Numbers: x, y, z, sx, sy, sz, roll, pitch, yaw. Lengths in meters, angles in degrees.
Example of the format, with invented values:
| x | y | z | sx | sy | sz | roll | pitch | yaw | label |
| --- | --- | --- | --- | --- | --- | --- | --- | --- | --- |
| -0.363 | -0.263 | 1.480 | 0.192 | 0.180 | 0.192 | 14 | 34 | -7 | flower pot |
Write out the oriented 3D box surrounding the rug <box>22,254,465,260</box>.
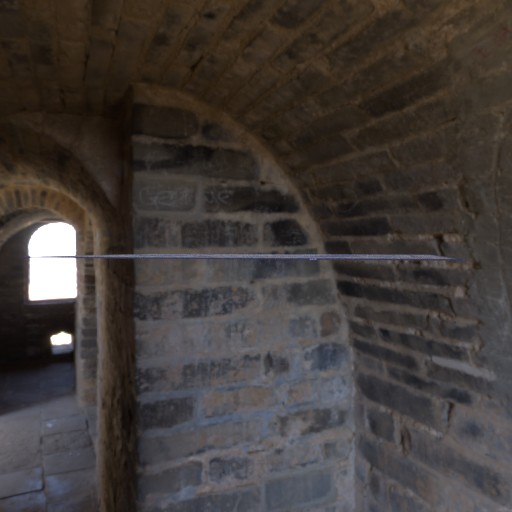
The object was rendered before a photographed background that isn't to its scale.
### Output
| x | y | z | sx | sy | sz | roll | pitch | yaw | label |
| --- | --- | --- | --- | --- | --- | --- | --- | --- | --- |
| 0.000 | 0.000 | 3.747 | 2.940 | 0.011 | 2.053 | 0 | 1 | 17 | rug |
